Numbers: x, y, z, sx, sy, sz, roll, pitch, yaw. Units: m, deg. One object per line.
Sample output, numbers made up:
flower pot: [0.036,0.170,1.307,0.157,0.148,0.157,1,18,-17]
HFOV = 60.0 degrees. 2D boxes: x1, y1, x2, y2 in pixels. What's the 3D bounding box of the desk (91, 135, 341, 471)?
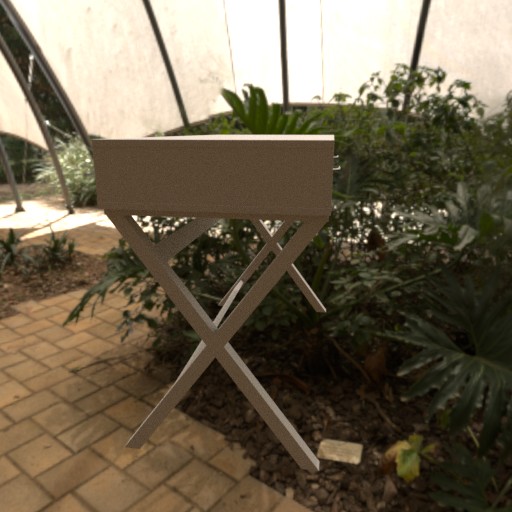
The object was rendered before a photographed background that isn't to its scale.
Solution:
desk: [0.000,0.000,1.498,0.525,0.780,1.057,3,16,9]
